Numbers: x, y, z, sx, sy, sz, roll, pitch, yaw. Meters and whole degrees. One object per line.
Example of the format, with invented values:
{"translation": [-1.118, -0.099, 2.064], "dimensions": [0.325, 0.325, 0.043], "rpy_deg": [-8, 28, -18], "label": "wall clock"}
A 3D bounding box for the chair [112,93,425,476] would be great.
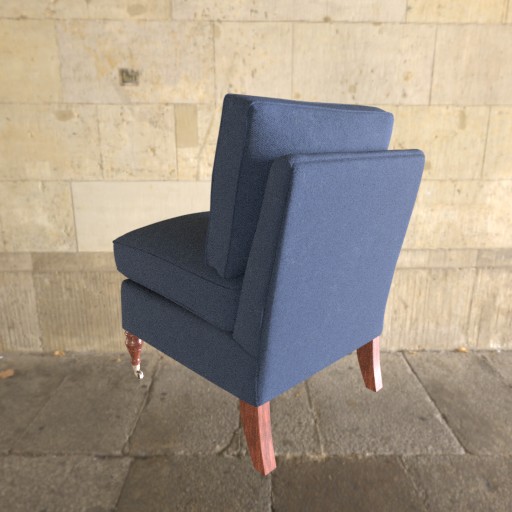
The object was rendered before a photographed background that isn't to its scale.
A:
{"translation": [0.000, 0.000, 1.623], "dimensions": [0.724, 1.052, 0.912], "rpy_deg": [-15, 21, -43], "label": "chair"}
